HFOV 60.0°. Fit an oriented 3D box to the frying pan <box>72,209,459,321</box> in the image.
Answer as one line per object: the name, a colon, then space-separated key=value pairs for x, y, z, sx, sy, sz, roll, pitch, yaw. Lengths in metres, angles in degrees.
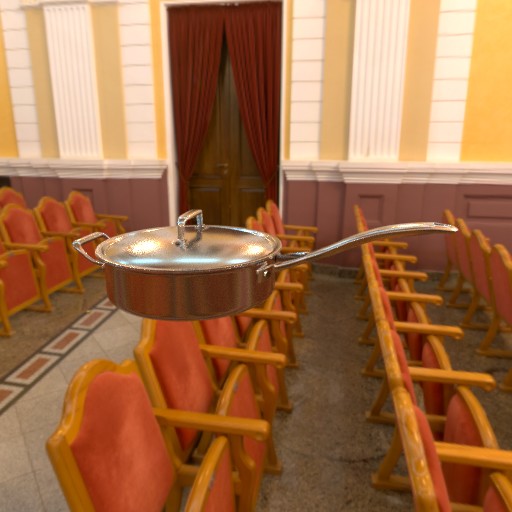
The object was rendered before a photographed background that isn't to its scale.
frying pan: x=0.000 y=0.000 z=0.586 sx=0.492 sy=0.111 sz=0.245 roll=3 pitch=16 yaw=10
